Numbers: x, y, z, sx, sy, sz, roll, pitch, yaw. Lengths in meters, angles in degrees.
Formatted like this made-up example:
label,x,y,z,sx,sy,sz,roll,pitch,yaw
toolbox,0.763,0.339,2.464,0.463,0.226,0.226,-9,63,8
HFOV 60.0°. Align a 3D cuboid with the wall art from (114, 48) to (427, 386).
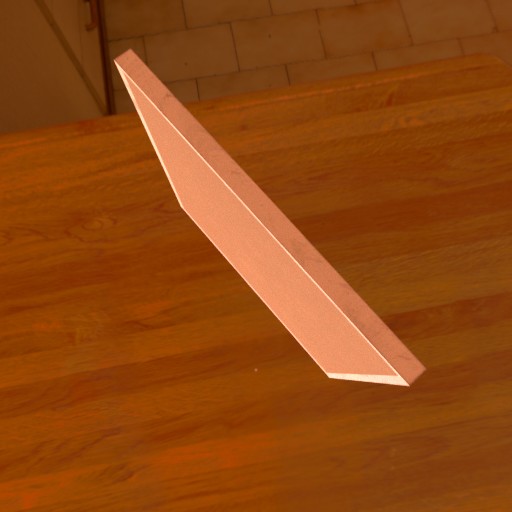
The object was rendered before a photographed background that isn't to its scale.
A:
label,x,y,z,sx,sy,sz,roll,pitch,yaw
wall art,0.000,0.000,1.114,0.038,0.757,0.760,-40,79,-9
